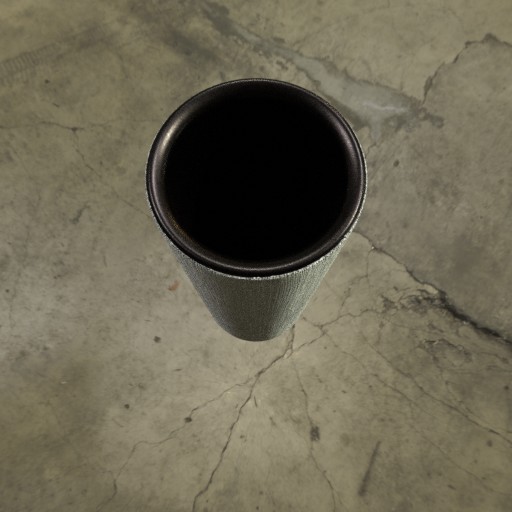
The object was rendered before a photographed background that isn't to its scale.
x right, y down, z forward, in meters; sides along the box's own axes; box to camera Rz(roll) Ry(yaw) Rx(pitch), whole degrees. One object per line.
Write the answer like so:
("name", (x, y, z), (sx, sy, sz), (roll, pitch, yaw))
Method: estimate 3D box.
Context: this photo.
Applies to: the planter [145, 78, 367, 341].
("planter", (0.000, 0.000, 0.326), (0.100, 0.270, 0.100), (37, 77, 10))
